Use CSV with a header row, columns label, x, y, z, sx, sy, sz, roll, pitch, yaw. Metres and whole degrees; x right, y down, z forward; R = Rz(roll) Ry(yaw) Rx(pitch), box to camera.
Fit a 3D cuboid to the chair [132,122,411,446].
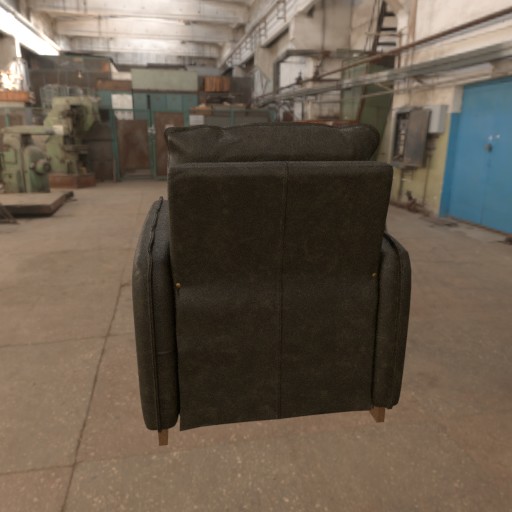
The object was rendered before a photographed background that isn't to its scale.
label,x,y,z,sx,sy,sz,roll,pitch,yaw
chair,0.000,0.000,1.612,0.830,0.921,0.921,-2,16,-9
